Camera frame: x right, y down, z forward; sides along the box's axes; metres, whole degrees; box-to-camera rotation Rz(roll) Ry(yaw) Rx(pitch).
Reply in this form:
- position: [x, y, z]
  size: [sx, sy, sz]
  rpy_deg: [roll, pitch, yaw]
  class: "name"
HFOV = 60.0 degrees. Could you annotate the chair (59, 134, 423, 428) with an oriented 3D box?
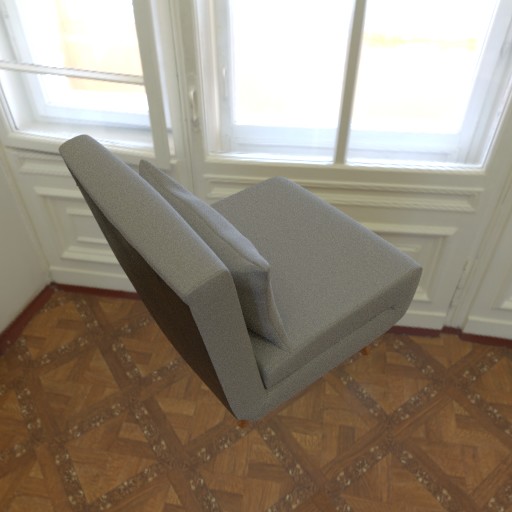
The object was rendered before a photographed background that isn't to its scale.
- position: [0.000, 0.000, 1.499]
  size: [0.902, 0.808, 0.770]
  rpy_deg: [-25, 46, -27]
  class: "chair"
